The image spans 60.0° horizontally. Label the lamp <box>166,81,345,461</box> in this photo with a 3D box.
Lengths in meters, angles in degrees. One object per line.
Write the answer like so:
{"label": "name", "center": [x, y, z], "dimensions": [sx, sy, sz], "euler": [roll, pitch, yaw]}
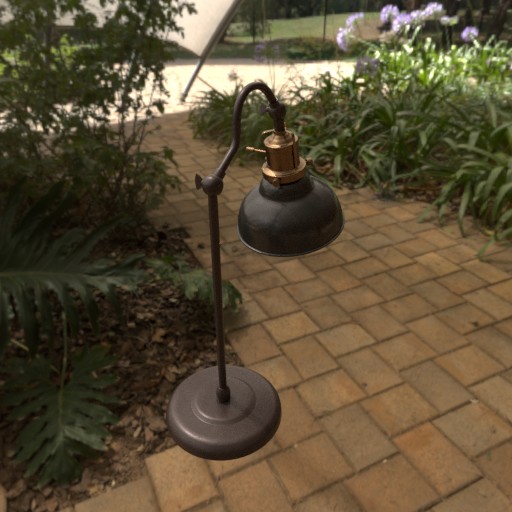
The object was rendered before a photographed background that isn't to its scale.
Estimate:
{"label": "lamp", "center": [0.000, 0.000, 0.689], "dimensions": [0.192, 0.508, 0.374], "euler": [19, 33, 31]}
